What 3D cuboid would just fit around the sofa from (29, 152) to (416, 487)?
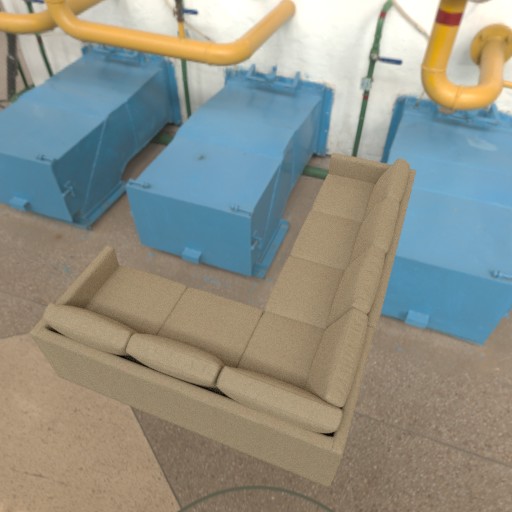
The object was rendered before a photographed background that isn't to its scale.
[{"bbox_3d":[0.000,0.000,4.202,2.432,0.871,3.182,16,49,15],"label":"sofa"}]
